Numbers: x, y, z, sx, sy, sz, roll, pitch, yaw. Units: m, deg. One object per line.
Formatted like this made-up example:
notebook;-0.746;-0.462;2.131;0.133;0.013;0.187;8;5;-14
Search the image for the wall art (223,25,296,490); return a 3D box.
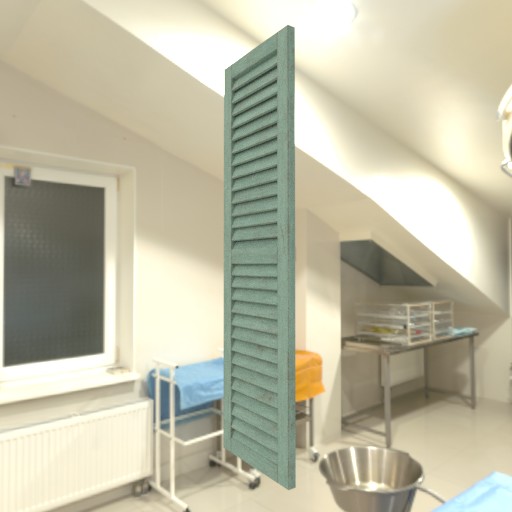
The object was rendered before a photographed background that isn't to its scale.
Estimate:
wall art;0.000;0.000;1.301;0.025;1.219;0.329;1;-1;-35
